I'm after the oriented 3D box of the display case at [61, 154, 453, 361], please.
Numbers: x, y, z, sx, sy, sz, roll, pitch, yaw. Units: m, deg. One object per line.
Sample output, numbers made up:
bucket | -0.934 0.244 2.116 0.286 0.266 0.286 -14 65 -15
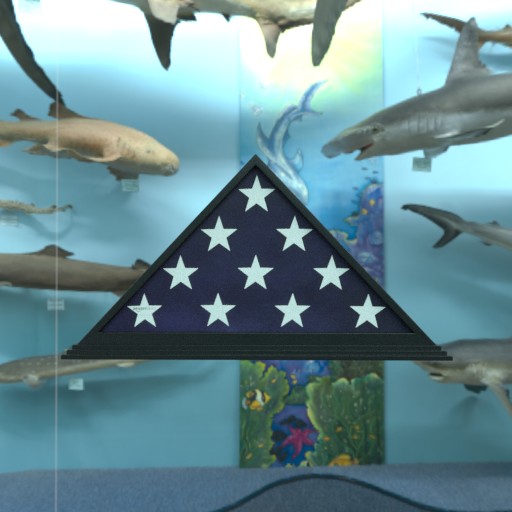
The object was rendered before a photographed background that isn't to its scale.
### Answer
display case | 0.000 0.000 0.772 0.640 0.340 0.095 0 0 1
